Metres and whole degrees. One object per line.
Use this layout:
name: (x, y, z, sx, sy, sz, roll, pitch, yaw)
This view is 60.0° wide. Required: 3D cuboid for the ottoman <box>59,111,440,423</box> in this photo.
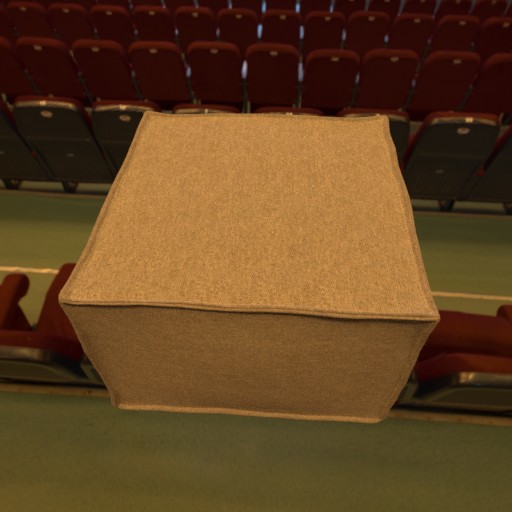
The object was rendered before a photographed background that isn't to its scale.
ottoman: (0.000, 0.000, 1.145, 0.707, 0.470, 0.696, 3, 48, 2)
